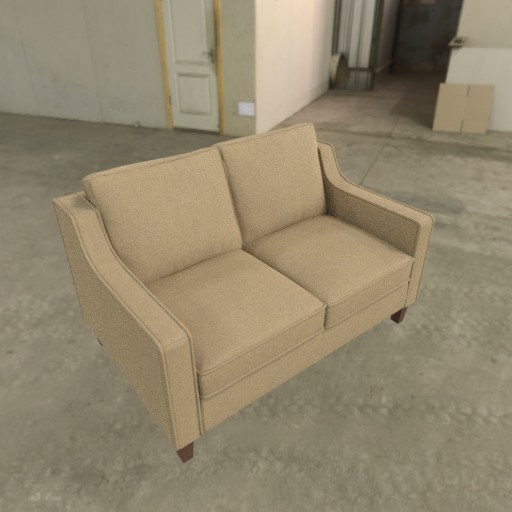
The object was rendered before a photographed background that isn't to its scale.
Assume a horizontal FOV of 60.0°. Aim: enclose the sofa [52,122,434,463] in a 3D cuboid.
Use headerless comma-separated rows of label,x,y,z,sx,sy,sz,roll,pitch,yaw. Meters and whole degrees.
sofa,0.000,0.000,2.169,1.501,0.971,0.987,-22,38,-32
